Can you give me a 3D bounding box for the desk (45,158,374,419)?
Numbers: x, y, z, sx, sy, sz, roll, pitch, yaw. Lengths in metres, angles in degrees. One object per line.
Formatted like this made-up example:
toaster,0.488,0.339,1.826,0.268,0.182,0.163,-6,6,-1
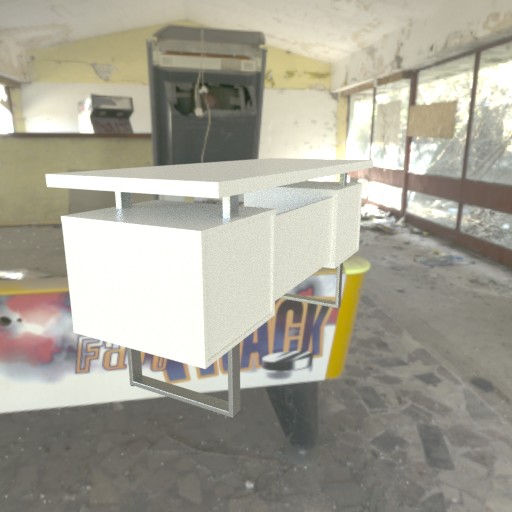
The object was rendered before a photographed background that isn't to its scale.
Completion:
desk,0.000,0.000,1.921,0.603,0.773,1.530,7,16,27
